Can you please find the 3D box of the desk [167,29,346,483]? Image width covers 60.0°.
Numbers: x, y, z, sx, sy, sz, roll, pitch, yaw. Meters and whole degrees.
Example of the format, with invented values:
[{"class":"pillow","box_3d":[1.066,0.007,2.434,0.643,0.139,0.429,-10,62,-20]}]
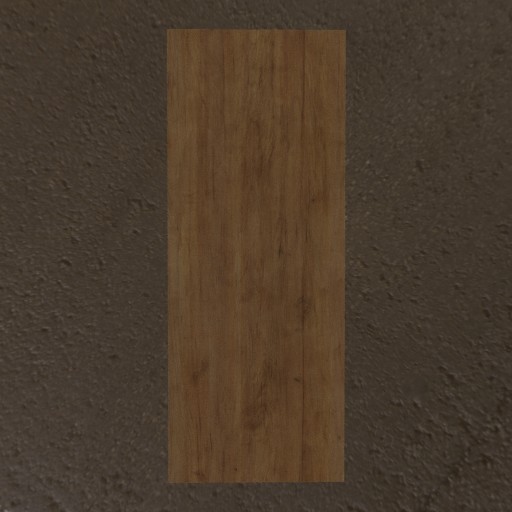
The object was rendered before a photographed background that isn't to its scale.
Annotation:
[{"class":"desk","box_3d":[0.000,0.000,1.869,0.600,0.760,1.520,0,91,-1]}]
